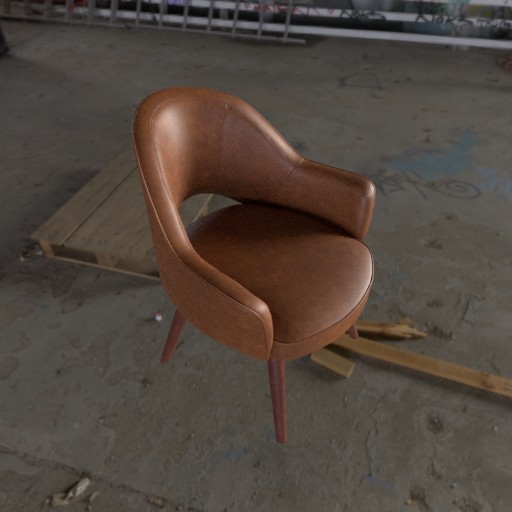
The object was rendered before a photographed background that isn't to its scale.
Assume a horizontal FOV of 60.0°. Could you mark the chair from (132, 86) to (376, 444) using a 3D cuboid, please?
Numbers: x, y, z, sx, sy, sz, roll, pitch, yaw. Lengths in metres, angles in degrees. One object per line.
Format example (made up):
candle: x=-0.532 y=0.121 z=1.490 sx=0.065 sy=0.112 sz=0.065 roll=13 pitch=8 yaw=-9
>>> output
chair: x=0.000 y=0.000 z=1.233 sx=0.640 sy=0.777 sz=0.591 roll=25 pitch=47 yaw=26
